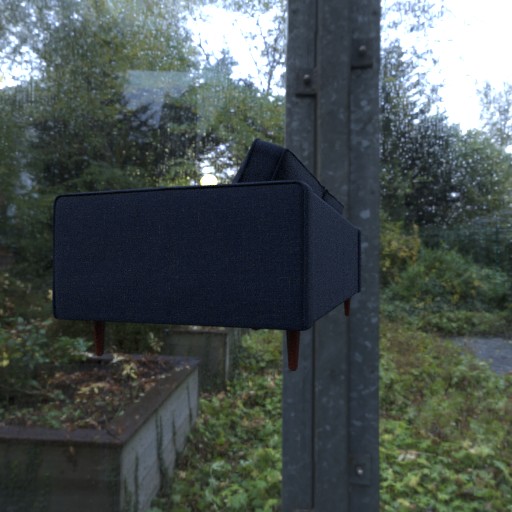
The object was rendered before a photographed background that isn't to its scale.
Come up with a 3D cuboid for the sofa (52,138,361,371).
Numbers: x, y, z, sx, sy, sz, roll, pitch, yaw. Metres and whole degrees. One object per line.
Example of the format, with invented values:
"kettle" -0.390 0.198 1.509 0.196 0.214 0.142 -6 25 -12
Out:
"sofa" 0.000 0.000 2.273 0.914 0.762 1.880 0 -1 18
